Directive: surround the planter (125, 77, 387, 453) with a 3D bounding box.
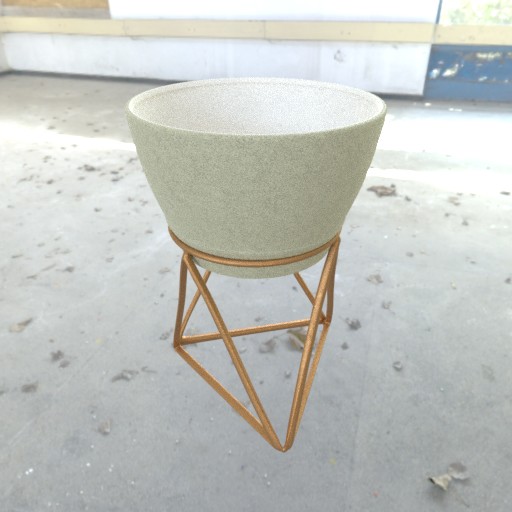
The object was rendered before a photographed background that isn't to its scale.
[{"bbox_3d":[0.000,0.000,0.740,0.350,0.504,0.350,10,33,16],"label":"planter"}]
